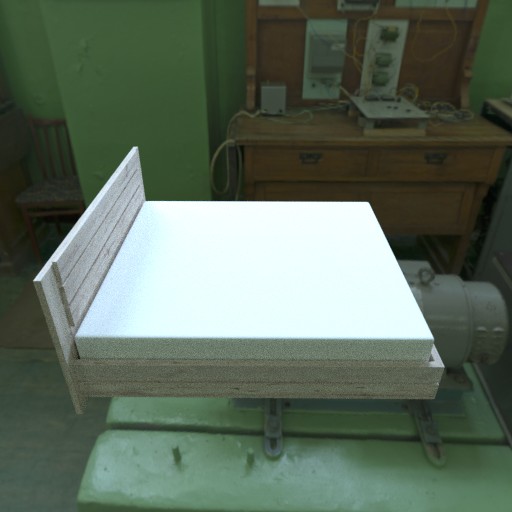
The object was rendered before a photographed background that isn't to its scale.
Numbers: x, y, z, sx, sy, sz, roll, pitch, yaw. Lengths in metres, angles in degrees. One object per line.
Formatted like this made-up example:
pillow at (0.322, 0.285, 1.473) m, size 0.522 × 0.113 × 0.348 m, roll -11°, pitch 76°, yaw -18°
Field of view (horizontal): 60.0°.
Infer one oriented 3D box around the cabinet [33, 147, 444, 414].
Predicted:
cabinet at (0.000, 0.000, 3.151) m, size 2.080 × 0.970 × 1.950 m, roll 0°, pitch 32°, yaw 0°
